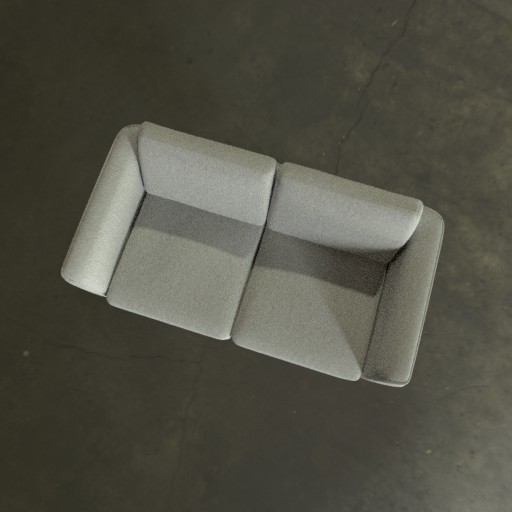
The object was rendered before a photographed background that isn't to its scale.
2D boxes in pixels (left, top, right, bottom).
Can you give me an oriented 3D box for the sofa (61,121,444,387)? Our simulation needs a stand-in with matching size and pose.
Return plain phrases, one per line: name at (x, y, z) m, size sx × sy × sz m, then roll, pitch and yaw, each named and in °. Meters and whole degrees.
sofa at (0.000, 0.000, 2.293) m, size 1.700 × 0.850 × 0.920 m, roll 17°, pitch 77°, yaw 4°
